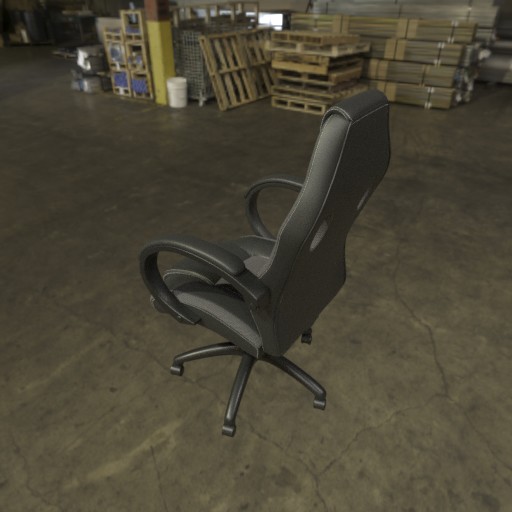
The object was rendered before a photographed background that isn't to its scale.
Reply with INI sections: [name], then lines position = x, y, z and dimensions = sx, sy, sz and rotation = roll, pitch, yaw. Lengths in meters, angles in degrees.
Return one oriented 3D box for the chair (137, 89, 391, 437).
[chair]
position = 0.000, 0.000, 1.598
dimensions = 0.724, 1.187, 0.673
rotation = 20, 37, 29
